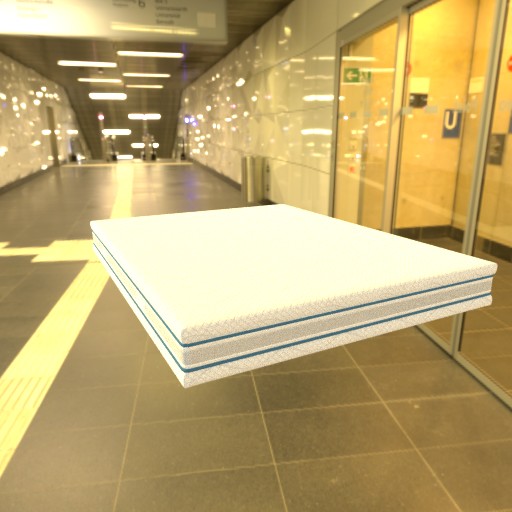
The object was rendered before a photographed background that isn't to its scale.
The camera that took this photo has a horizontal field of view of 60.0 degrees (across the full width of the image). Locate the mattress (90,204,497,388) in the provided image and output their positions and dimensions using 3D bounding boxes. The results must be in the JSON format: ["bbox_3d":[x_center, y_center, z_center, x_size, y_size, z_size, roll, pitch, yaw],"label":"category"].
[{"bbox_3d":[0.000,0.000,2.665,1.600,0.230,2.000,-8,18,-27],"label":"mattress"}]
